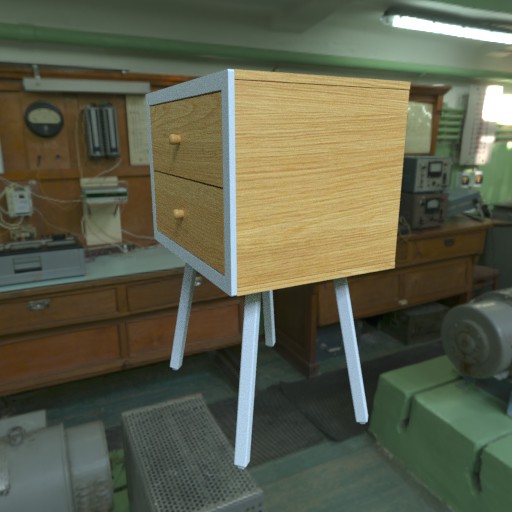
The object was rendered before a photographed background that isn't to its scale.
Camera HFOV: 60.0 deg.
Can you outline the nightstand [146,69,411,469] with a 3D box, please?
[{"bbox_3d":[0.000,0.000,0.847,0.316,0.601,0.400,-8,17,-26],"label":"nightstand"}]
